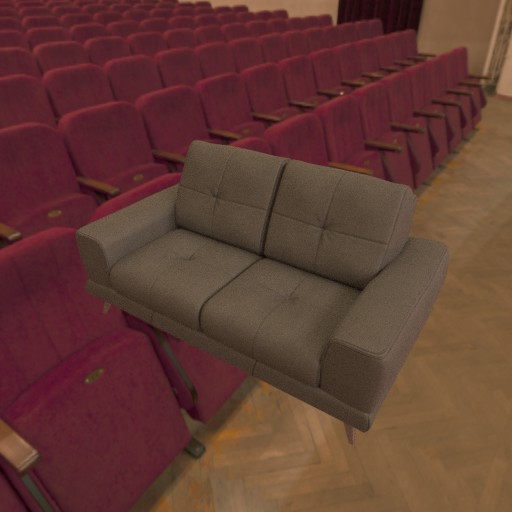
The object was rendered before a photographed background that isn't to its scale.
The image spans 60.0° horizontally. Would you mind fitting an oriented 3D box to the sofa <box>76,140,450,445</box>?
[{"bbox_3d":[0.000,0.000,2.400,1.806,0.907,1.018,19,36,28],"label":"sofa"}]
